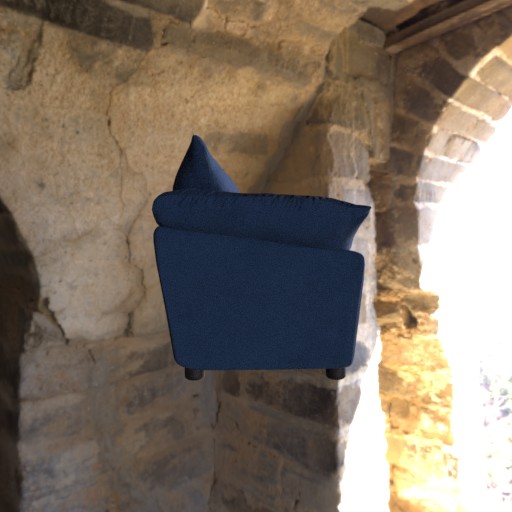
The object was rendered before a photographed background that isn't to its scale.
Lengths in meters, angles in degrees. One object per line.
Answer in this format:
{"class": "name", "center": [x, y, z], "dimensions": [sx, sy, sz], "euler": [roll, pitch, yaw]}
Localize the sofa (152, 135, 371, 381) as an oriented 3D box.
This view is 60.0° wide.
{"class": "sofa", "center": [0.000, 0.000, 2.903], "dimensions": [0.907, 1.091, 2.390], "euler": [0, -1, -1]}
